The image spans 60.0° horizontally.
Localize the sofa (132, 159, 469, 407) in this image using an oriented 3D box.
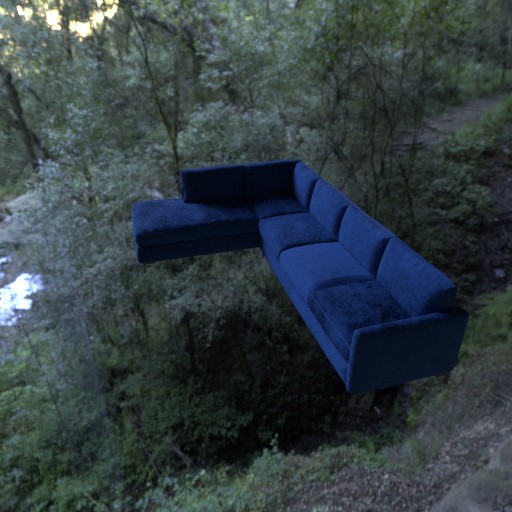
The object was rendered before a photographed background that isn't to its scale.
[{"bbox_3d":[0.000,0.000,3.873,2.007,0.815,2.949,-8,31,-14],"label":"sofa"}]
